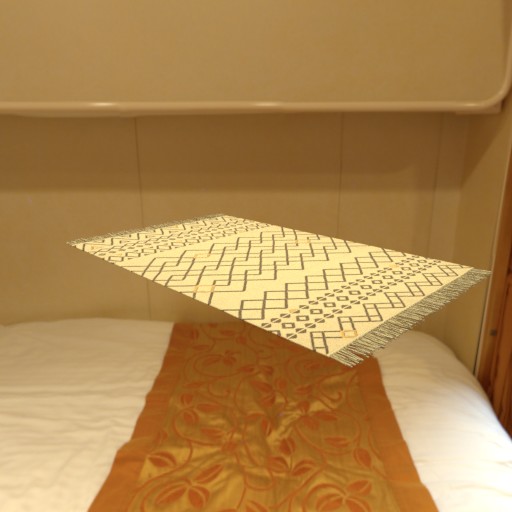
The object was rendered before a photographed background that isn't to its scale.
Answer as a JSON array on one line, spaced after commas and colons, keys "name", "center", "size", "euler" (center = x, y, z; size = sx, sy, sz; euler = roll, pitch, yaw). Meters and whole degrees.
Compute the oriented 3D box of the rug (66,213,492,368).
[{"name": "rug", "center": [0.000, 0.000, 2.926], "size": [2.472, 0.035, 1.495], "euler": [16, 23, 42]}]
